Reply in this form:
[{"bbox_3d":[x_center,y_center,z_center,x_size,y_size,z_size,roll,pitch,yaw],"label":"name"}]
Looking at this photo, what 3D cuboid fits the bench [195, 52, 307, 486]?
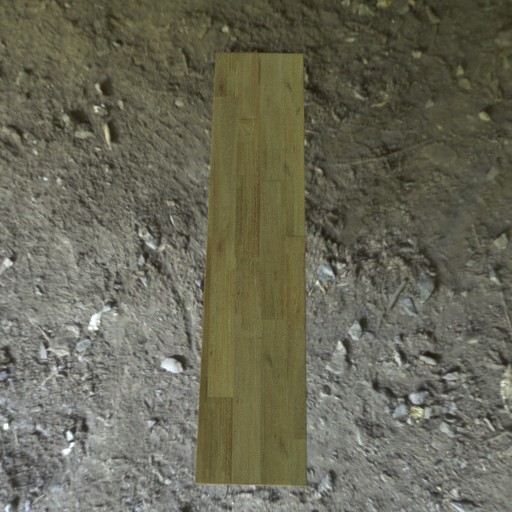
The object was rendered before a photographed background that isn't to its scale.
[{"bbox_3d":[0.000,0.000,1.906,0.378,0.431,1.698,1,76,0],"label":"bench"}]
